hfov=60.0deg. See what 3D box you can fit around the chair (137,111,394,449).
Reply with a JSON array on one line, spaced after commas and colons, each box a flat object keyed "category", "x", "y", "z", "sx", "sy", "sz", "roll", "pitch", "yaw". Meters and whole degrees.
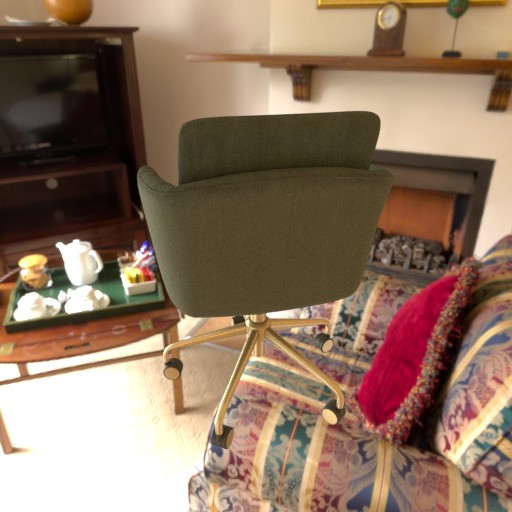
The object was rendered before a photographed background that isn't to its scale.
[{"category": "chair", "x": 0.000, "y": 0.000, "z": 1.346, "sx": 0.641, "sy": 0.908, "sz": 0.635, "roll": -7, "pitch": 27, "yaw": -14}]
